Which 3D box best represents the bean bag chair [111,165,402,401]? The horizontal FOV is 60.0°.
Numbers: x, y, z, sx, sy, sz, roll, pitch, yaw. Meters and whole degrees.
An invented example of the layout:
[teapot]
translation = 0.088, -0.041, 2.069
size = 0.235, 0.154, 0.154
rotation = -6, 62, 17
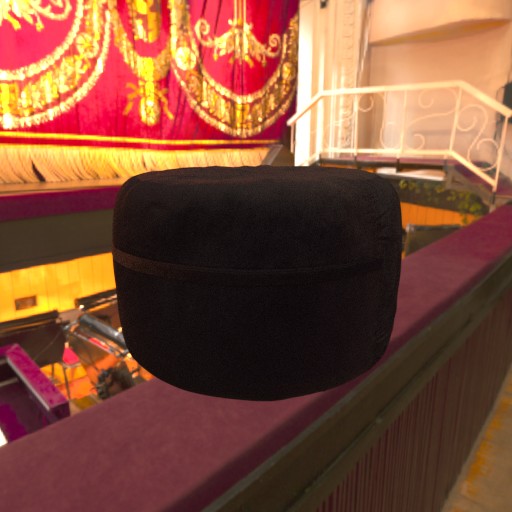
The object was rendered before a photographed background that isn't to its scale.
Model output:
[bean bag chair]
translation = 0.000, 0.000, 1.957
size = 1.219, 0.762, 1.219
rotation = 0, 15, 0
